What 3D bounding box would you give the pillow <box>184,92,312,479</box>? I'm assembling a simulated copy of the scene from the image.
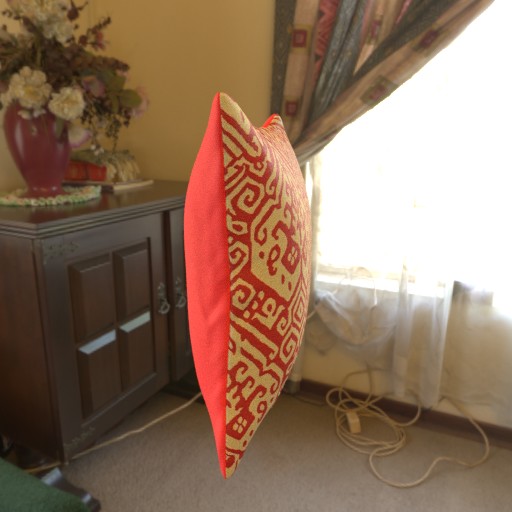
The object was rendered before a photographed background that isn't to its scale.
[{"bbox_3d":[0.000,0.000,0.789,0.192,0.507,0.522,2,15,9],"label":"pillow"}]
